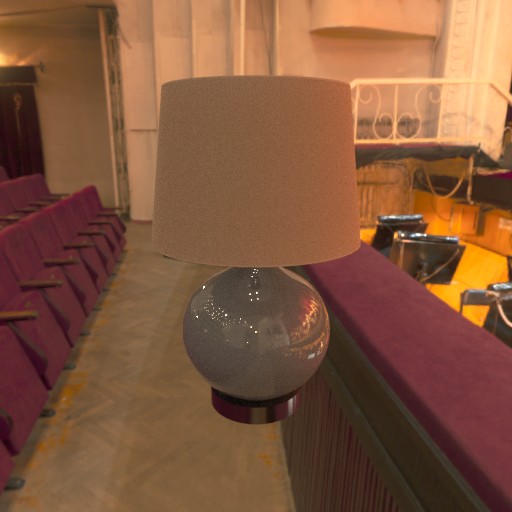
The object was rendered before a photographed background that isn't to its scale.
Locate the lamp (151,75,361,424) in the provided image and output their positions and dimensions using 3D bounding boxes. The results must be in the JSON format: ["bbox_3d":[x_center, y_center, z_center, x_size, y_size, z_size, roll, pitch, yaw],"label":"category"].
[{"bbox_3d":[0.000,0.000,0.540,0.247,0.387,0.247,0,15,0],"label":"lamp"}]
